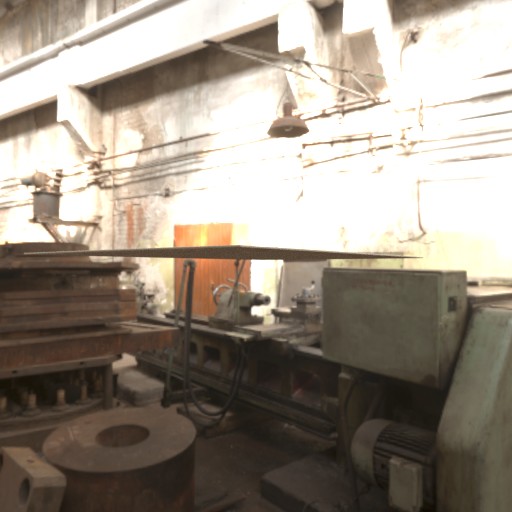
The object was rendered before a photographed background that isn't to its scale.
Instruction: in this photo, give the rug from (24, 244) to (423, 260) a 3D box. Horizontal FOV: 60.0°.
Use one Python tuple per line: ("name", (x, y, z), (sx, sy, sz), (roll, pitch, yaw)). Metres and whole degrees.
("rug", (0.000, 0.000, 2.901), (1.522, 0.008, 2.284), (-1, -2, 36))
